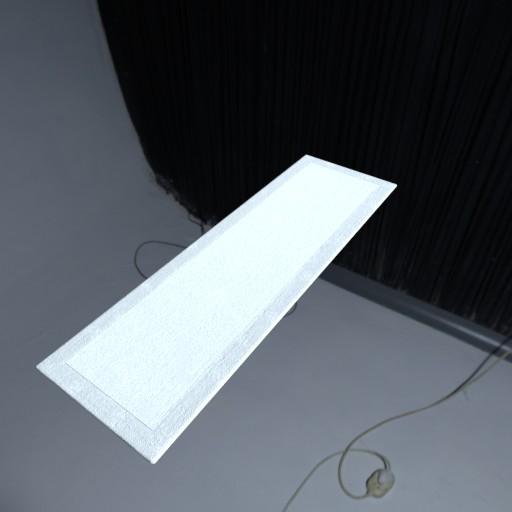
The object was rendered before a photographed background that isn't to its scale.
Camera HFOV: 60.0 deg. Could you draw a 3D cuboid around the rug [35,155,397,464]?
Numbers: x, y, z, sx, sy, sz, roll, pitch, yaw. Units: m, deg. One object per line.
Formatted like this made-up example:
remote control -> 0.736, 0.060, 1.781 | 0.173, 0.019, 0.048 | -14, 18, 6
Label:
rug -> 0.000, 0.000, 2.606 | 0.759, 0.012, 2.430 | 25, 47, 26
